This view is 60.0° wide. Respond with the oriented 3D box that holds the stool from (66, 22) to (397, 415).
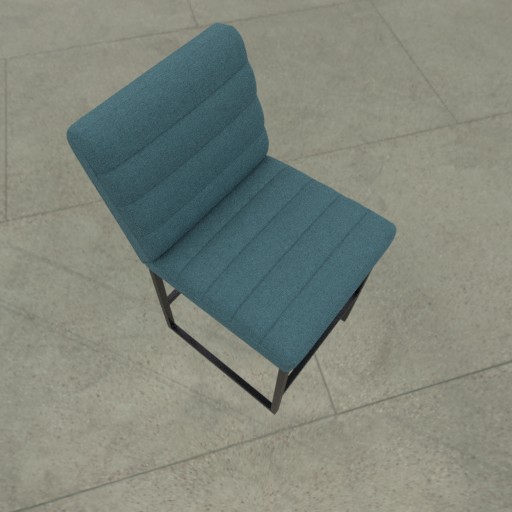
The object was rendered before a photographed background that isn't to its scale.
[{"bbox_3d":[0.000,0.000,1.211,0.560,0.940,0.460,35,66,18],"label":"stool"}]
